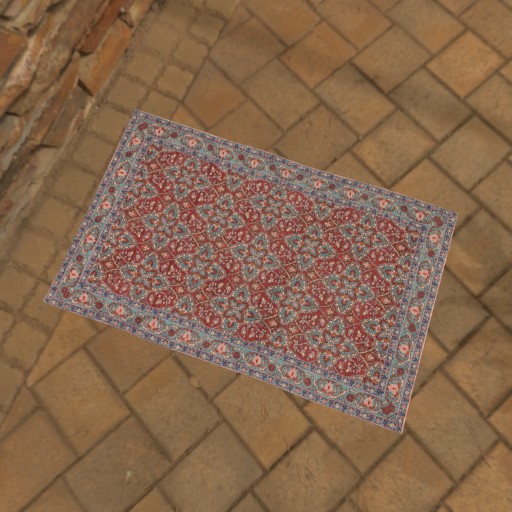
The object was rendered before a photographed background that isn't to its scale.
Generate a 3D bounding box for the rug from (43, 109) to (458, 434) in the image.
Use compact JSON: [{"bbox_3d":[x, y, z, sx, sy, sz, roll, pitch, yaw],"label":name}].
[{"bbox_3d":[0.000,0.000,3.002,2.439,0.011,1.533,19,76,5],"label":"rug"}]
